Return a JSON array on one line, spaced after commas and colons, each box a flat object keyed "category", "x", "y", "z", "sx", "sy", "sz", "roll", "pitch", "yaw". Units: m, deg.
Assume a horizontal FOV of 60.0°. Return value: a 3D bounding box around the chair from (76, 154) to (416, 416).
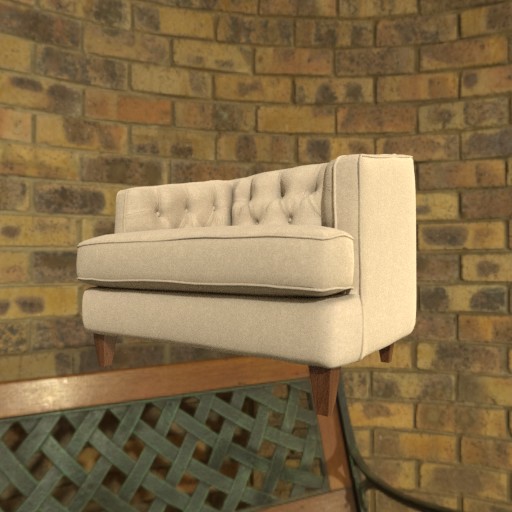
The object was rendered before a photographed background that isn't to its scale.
[{"category": "chair", "x": 0.000, "y": 0.000, "z": 1.742, "sx": 1.104, "sy": 0.852, "sz": 0.941, "roll": -1, "pitch": -1, "yaw": 36}]
